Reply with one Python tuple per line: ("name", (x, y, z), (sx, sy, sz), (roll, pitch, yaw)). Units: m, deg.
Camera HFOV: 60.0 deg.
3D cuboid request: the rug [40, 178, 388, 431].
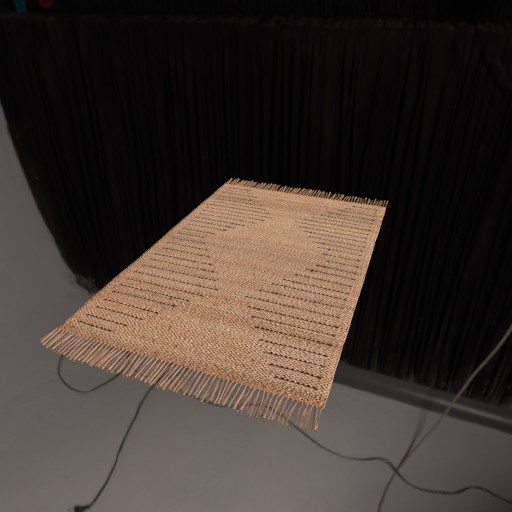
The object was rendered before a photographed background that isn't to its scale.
("rug", (0.000, 0.000, 2.517), (1.224, 0.027, 2.085), (11, 33, 18))
